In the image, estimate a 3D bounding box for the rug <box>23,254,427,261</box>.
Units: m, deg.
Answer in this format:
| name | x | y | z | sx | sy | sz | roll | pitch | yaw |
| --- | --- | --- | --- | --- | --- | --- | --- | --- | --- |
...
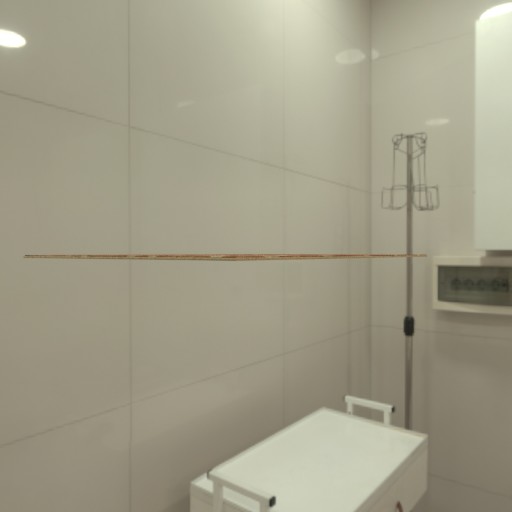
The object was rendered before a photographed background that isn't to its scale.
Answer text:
| name | x | y | z | sx | sy | sz | roll | pitch | yaw |
| --- | --- | --- | --- | --- | --- | --- | --- | --- | --- |
| rug | 0.000 | 0.000 | 2.936 | 1.555 | 0.016 | 2.286 | 0 | 0 | 37 |
